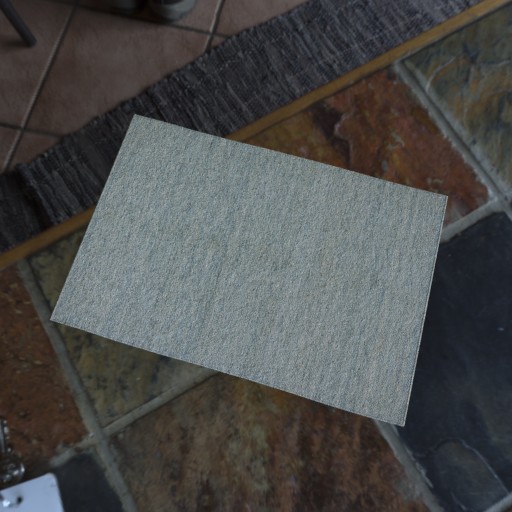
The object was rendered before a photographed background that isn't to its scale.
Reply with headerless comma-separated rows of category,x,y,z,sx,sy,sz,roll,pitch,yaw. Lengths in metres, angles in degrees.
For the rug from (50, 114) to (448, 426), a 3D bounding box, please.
rug,0.000,0.000,2.920,2.283,0.013,1.547,16,75,4
